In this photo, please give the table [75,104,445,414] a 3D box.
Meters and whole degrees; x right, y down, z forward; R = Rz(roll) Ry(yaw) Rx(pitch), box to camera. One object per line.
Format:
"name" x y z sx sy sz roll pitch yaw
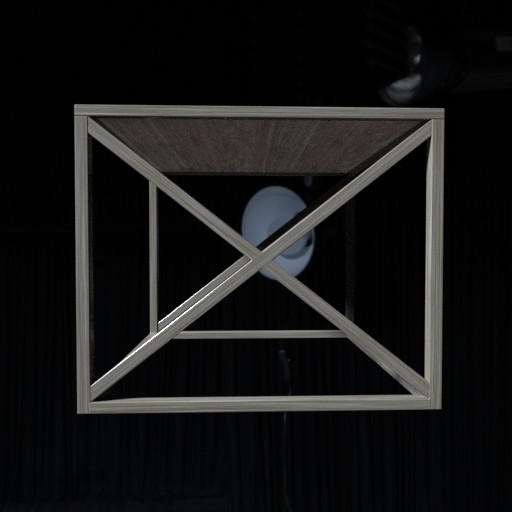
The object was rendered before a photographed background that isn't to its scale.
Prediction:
"table" 0.000 0.000 1.040 0.611 0.507 0.609 0 1 -2
